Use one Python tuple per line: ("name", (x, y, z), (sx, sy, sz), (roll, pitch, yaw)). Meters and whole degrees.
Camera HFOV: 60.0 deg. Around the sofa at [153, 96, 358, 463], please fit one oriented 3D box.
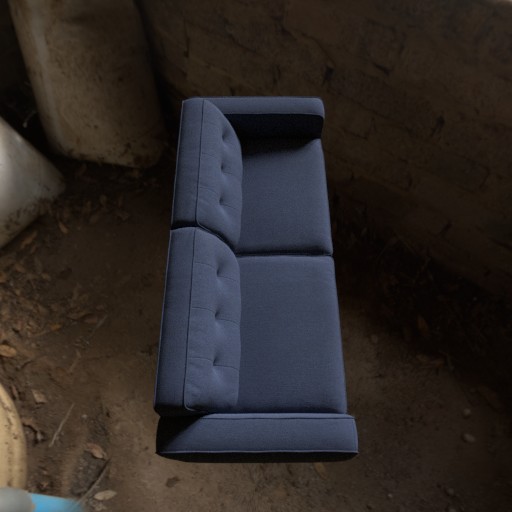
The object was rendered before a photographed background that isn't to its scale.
("sofa", (0.000, 0.000, 2.685), (0.953, 0.782, 2.270), (0, 63, 0))
